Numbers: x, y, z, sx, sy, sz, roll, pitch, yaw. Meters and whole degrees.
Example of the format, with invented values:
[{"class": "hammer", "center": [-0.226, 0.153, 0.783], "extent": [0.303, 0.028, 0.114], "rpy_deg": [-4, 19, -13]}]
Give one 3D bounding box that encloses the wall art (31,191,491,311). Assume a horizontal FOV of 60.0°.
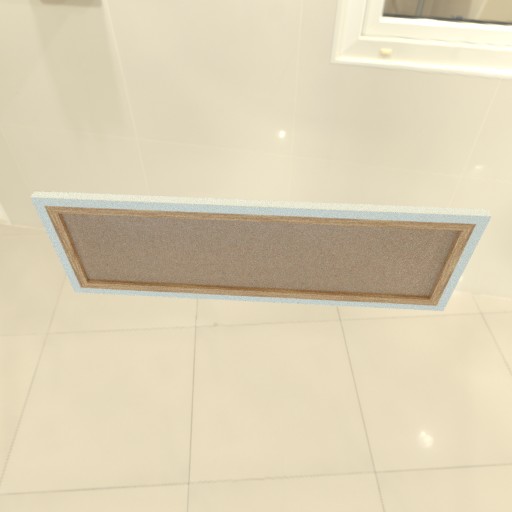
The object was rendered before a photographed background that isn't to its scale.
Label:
[{"class": "wall art", "center": [0.000, 0.000, 1.653], "extent": [1.520, 0.507, 0.039], "rpy_deg": [3, 46, 3]}]
